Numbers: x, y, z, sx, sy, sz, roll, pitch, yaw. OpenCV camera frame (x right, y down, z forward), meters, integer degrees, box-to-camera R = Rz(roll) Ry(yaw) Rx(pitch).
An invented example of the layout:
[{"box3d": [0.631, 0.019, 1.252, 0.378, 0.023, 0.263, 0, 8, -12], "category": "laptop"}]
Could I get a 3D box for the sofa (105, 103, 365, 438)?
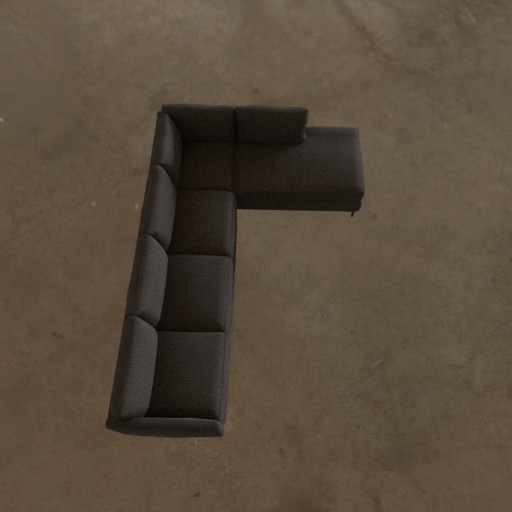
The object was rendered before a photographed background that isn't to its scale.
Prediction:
[{"box3d": [0.000, 0.000, 3.839, 2.007, 0.815, 2.949, 2, 64, 1], "category": "sofa"}]
